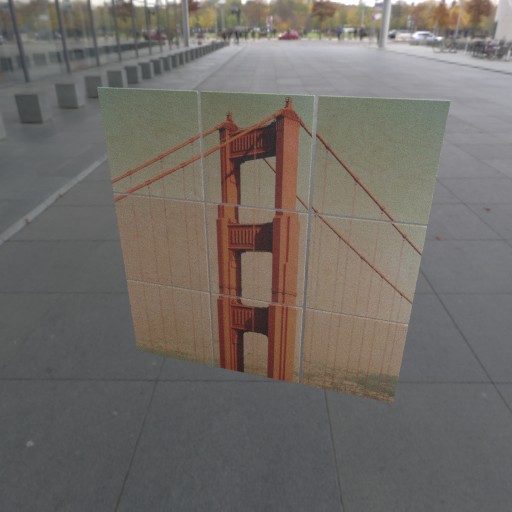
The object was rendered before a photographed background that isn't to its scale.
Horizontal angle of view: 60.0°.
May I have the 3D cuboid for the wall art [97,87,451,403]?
[{"bbox_3d":[0.000,0.000,2.194,1.517,1.523,0.013,8,28,15],"label":"wall art"}]
